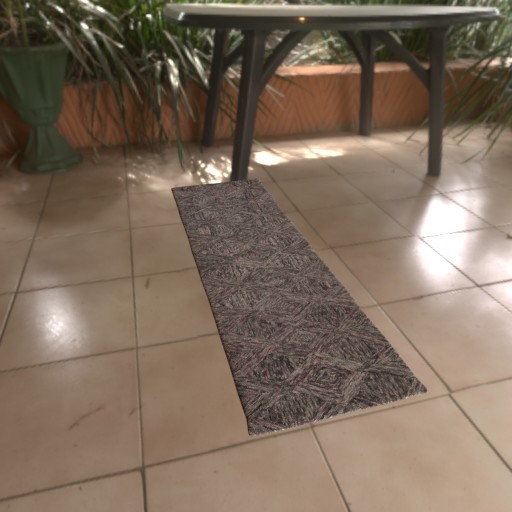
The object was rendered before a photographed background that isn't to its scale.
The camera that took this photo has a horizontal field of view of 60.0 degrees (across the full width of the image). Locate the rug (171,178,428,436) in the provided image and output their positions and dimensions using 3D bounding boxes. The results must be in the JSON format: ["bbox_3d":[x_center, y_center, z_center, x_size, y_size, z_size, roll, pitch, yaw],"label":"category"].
[{"bbox_3d":[0.000,0.000,2.556,0.719,0.013,2.305,-9,32,-14],"label":"rug"}]
